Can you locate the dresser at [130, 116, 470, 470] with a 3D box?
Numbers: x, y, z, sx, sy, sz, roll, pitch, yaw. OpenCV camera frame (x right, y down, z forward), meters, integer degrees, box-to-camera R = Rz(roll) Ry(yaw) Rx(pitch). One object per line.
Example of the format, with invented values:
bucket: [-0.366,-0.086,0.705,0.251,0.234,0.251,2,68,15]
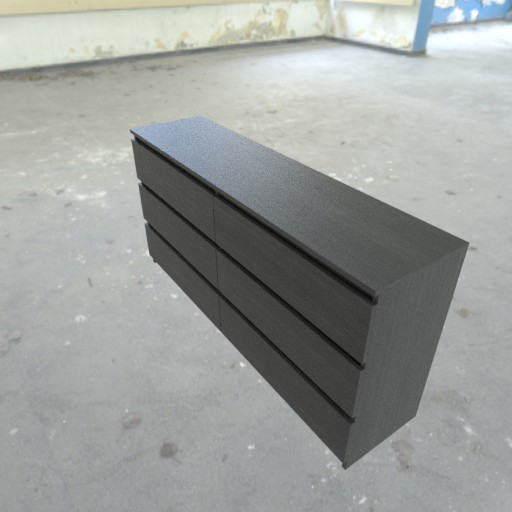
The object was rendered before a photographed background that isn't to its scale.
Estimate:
dresser: [0.000,0.000,1.956,0.400,0.795,1.590,-21,39,-29]
